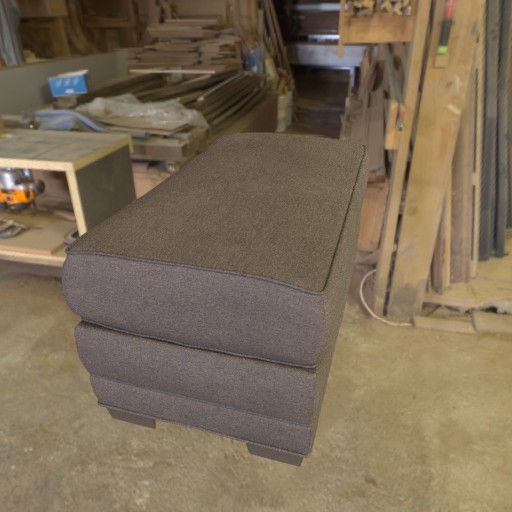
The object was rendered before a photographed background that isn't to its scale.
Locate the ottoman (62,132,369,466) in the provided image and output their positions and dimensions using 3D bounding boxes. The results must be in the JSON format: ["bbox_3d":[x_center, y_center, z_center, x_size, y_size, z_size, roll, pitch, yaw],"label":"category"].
[{"bbox_3d":[0.000,0.000,1.136,0.490,0.448,0.864,8,30,14],"label":"ottoman"}]
